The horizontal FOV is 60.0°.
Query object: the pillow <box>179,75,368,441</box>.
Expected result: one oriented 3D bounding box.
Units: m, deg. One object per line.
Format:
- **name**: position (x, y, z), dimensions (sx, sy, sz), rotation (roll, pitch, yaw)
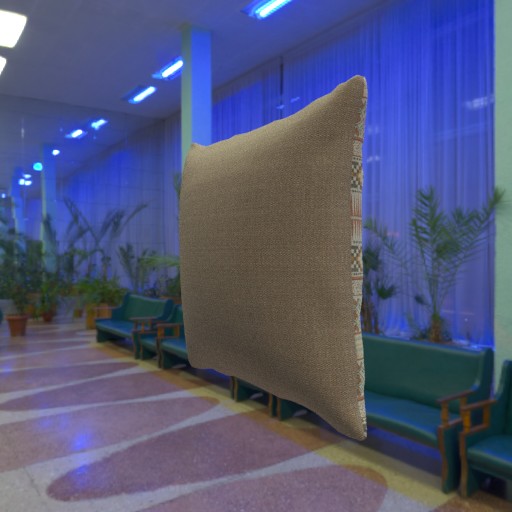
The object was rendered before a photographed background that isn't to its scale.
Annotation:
- **pillow**: position (0.000, 0.000, 0.825), dimensions (0.215, 0.519, 0.521), rotation (0, 1, -35)
